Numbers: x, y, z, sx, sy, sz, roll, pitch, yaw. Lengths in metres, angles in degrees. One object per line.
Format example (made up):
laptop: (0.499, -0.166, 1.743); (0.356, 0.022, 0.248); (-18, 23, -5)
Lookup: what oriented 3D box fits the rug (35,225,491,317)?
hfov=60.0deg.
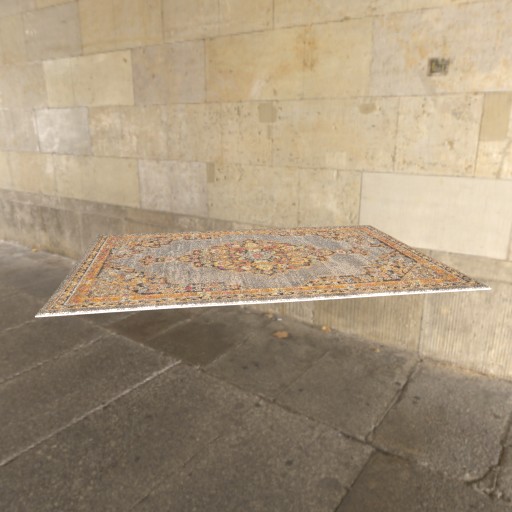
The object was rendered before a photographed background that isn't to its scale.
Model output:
rug: (0.000, 0.000, 3.940); (3.063, 0.024, 2.158); (-3, 16, -9)
